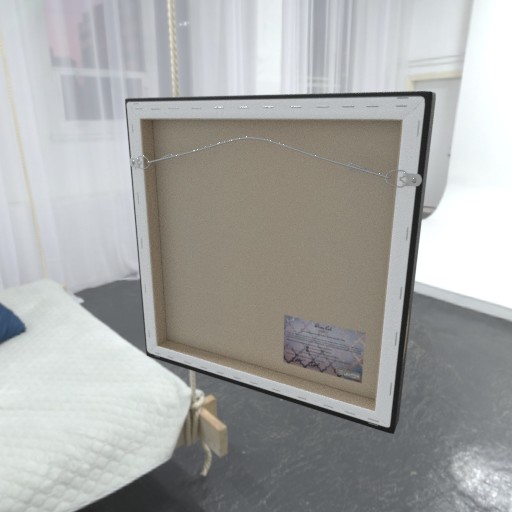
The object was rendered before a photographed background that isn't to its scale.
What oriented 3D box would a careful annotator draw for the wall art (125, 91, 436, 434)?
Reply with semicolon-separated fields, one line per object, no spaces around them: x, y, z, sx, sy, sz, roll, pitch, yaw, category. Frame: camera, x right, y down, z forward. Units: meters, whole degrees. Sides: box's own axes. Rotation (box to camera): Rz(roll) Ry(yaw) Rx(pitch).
0.000;0.000;0.896;0.610;0.611;0.043;9;20;27;wall art
